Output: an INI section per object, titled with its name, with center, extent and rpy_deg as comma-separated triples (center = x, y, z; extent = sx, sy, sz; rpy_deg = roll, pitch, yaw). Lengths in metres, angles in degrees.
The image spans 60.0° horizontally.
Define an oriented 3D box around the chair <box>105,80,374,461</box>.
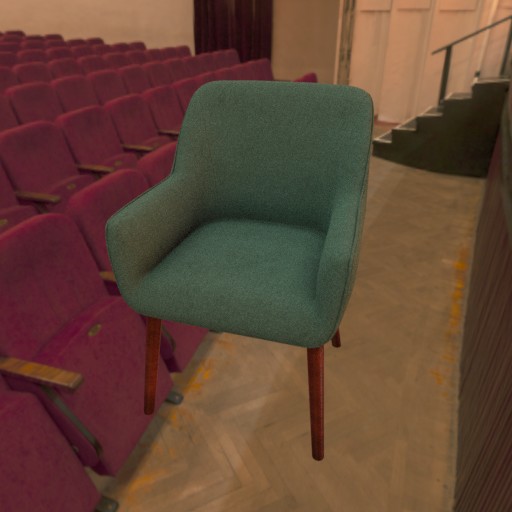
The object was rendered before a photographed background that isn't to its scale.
[chair]
center = 0.000, 0.000, 1.159
extent = 0.543, 0.803, 0.519
rpy_deg = 9, 29, 15
